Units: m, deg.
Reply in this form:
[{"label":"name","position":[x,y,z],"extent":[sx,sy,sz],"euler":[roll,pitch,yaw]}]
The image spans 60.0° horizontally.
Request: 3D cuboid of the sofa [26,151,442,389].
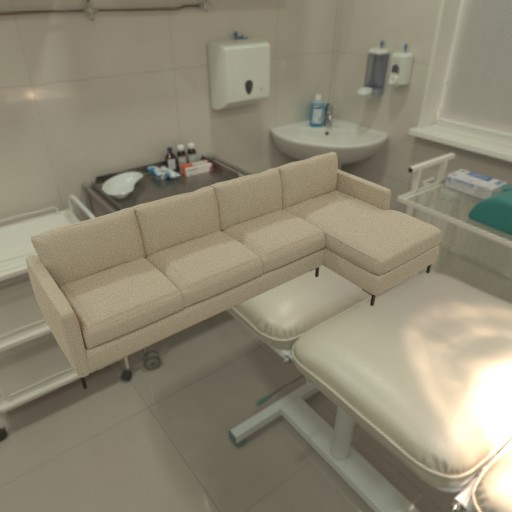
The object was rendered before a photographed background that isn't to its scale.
[{"label":"sofa","position":[0.000,0.000,3.126],"extent":[2.731,0.755,1.258],"euler":[-22,38,-31]}]
